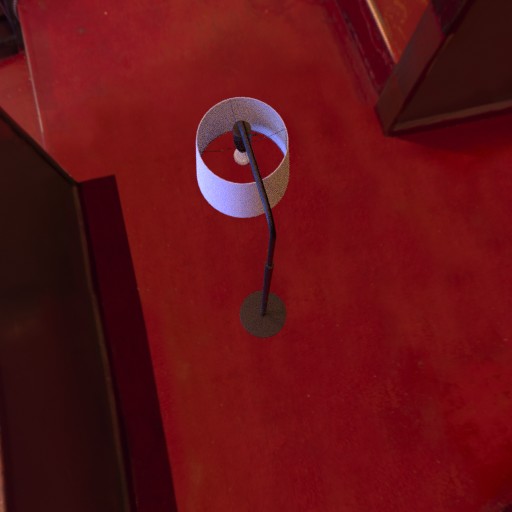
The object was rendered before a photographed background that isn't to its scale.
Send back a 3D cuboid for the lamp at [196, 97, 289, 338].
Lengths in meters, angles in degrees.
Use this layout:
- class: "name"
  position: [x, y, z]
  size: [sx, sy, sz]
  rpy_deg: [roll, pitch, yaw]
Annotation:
- class: "lamp"
  position: [0.000, 0.000, 1.641]
  size: [0.254, 1.478, 0.508]
  rpy_deg: [-16, 76, -4]
